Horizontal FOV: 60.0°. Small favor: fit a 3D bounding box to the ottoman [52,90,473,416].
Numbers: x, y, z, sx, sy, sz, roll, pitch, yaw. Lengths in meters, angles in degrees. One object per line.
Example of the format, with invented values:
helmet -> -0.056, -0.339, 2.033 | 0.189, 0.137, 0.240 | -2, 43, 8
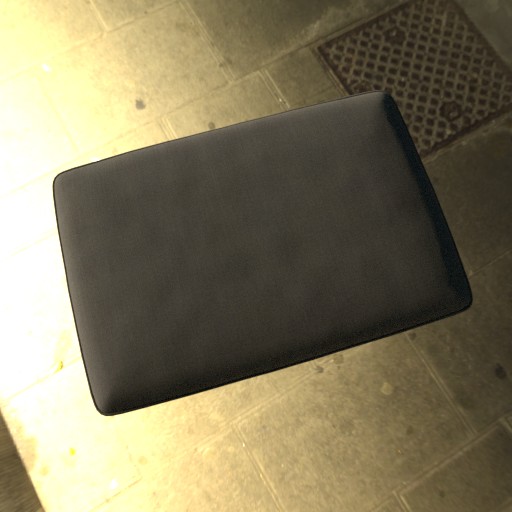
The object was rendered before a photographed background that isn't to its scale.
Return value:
ottoman -> 0.000, 0.000, 1.273 | 0.941, 0.480, 0.636 | -16, 77, -4
